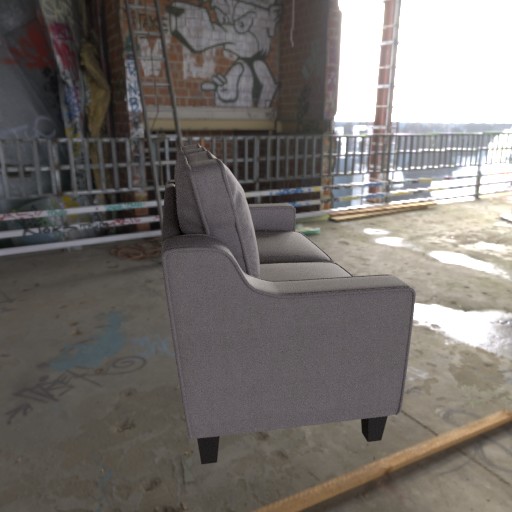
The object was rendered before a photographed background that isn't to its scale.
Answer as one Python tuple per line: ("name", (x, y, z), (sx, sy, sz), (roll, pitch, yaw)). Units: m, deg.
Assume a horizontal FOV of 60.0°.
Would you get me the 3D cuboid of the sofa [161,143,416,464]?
("sofa", (0.000, 0.000, 2.008), (0.791, 0.948, 1.500), (-3, 17, -10))
